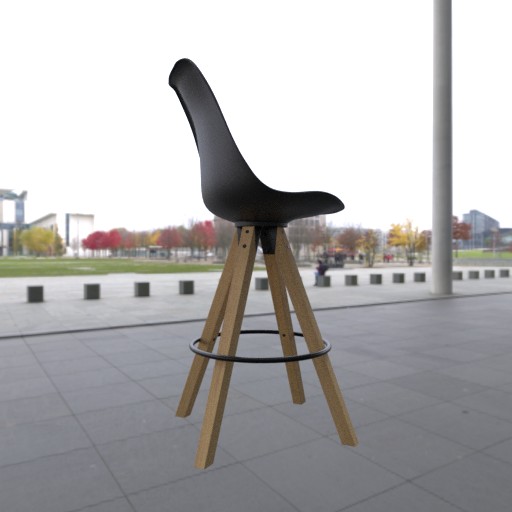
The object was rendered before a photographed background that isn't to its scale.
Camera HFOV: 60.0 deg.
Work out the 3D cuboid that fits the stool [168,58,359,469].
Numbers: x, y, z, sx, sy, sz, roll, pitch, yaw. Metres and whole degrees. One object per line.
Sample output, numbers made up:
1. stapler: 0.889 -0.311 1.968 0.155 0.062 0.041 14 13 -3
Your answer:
1. stool: 0.000 0.000 1.421 0.550 1.115 0.485 0 0 -18
